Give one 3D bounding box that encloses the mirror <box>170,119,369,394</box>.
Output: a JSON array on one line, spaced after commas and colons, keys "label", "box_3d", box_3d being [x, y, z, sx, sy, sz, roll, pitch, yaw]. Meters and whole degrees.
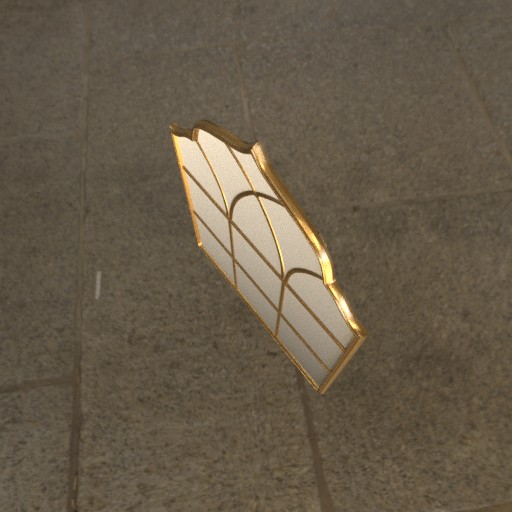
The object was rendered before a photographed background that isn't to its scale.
[{"label": "mirror", "box_3d": [0.000, 0.000, 0.851, 0.018, 0.635, 0.513, -35, 68, -16]}]
